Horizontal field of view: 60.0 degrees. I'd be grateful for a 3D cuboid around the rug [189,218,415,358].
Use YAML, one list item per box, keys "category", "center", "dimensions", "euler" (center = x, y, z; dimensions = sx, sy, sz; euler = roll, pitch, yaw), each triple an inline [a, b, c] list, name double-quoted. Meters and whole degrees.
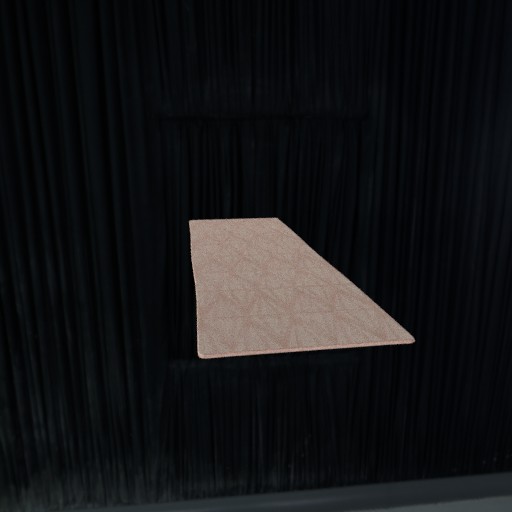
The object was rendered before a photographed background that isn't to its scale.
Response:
- category: "rug"
  center: [0.000, 0.000, 2.643]
  dimensions: [0.760, 0.015, 2.435]
  euler: [-2, 15, -9]
